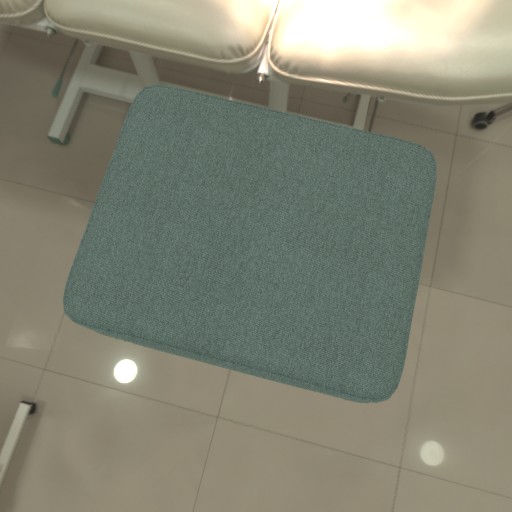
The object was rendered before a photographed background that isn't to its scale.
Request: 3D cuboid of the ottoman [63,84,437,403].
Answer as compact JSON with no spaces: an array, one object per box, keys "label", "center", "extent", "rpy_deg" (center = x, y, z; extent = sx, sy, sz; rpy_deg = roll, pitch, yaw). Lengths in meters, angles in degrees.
[{"label":"ottoman","center":[0.000,0.000,1.140],"extent":[0.738,0.537,0.589],"rpy_deg":[14,77,3]}]
